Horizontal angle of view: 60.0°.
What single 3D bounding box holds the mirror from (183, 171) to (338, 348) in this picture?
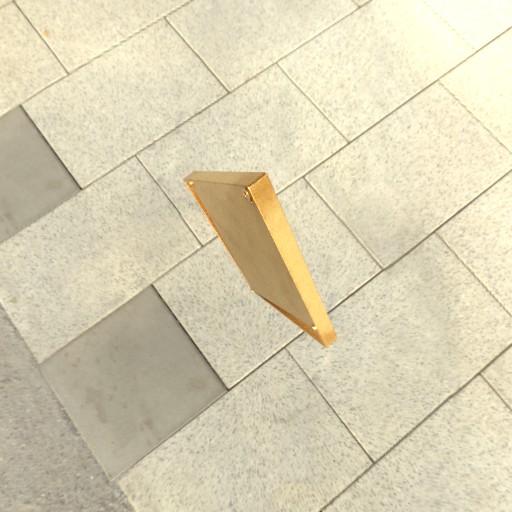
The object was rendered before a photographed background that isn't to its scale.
[{"bbox_3d":[0.000,0.000,0.826,0.032,0.679,0.419,-39,79,-9],"label":"mirror"}]
